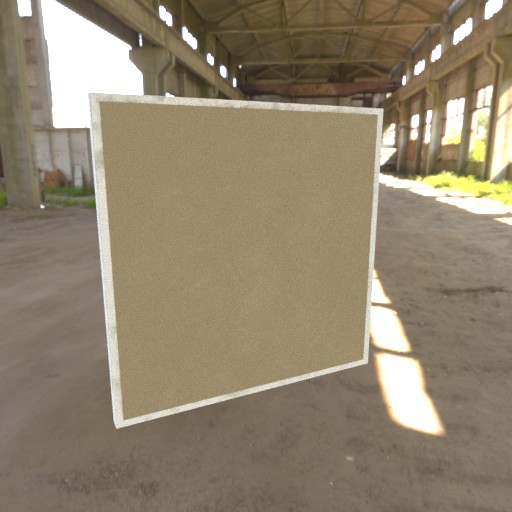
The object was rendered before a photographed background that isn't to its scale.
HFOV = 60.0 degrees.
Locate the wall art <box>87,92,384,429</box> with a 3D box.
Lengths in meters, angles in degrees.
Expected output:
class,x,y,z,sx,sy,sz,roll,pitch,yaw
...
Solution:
class,x,y,z,sx,sy,sz,roll,pitch,yaw
wall art,0.000,0.000,1.149,0.760,0.757,0.038,-6,15,-26
